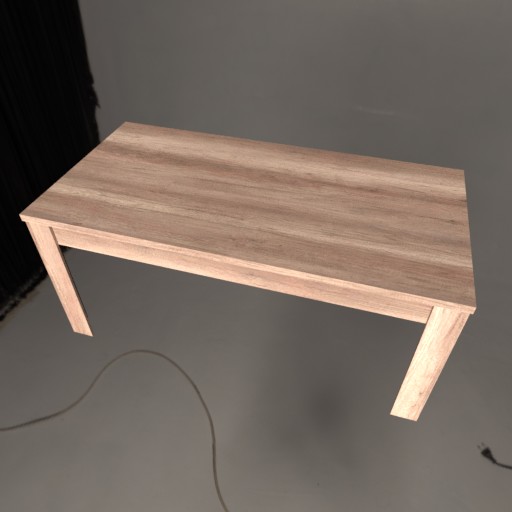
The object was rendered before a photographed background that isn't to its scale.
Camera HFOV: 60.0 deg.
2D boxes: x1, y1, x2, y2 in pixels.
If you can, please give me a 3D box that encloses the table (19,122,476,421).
[{"bbox_3d":[0.000,0.000,2.250,1.800,0.790,0.900,11,44,12],"label":"table"}]
